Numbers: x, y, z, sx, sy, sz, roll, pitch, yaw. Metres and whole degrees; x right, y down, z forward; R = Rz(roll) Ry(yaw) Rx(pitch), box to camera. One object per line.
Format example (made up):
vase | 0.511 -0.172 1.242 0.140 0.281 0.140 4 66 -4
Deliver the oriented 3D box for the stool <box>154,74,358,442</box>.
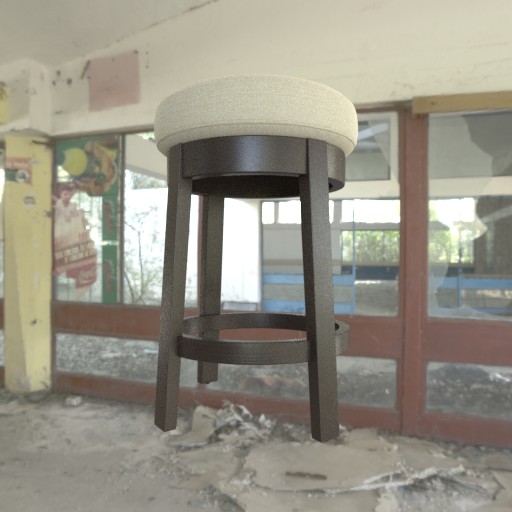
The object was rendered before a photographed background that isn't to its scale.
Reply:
stool | 0.000 0.000 0.960 0.449 0.655 0.449 0 0 0
